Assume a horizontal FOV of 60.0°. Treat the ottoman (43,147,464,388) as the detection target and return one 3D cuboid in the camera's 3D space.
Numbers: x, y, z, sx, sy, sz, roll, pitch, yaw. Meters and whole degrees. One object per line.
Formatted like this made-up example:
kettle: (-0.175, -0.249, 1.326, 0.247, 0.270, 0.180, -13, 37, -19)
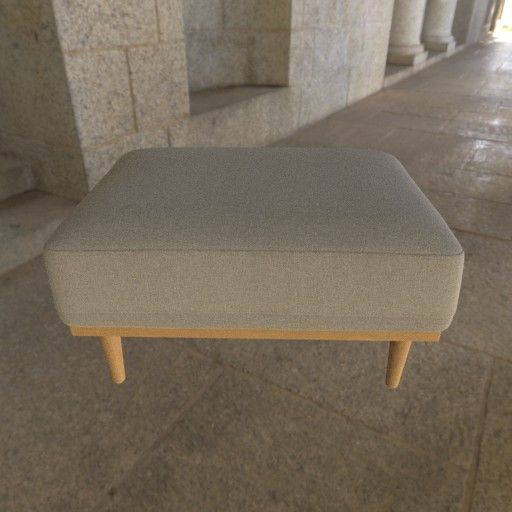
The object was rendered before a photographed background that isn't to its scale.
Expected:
ottoman: (0.000, 0.000, 1.050, 0.749, 0.428, 0.549, 1, 30, 1)
